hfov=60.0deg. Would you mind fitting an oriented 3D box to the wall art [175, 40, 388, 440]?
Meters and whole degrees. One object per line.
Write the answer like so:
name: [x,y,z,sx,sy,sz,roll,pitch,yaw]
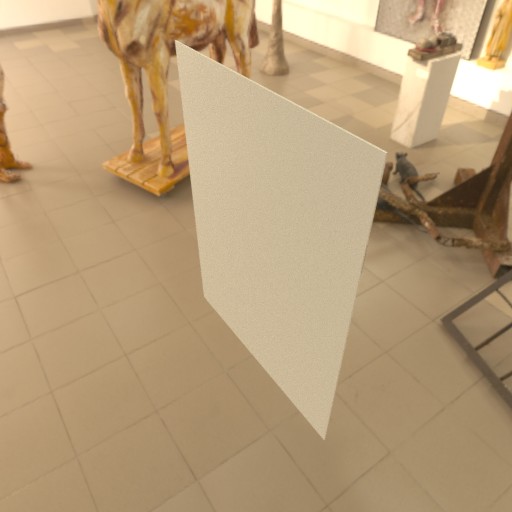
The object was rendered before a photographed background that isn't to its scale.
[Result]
wall art: [0.000,0.000,0.786,0.003,0.609,0.457,-25,47,-25]
